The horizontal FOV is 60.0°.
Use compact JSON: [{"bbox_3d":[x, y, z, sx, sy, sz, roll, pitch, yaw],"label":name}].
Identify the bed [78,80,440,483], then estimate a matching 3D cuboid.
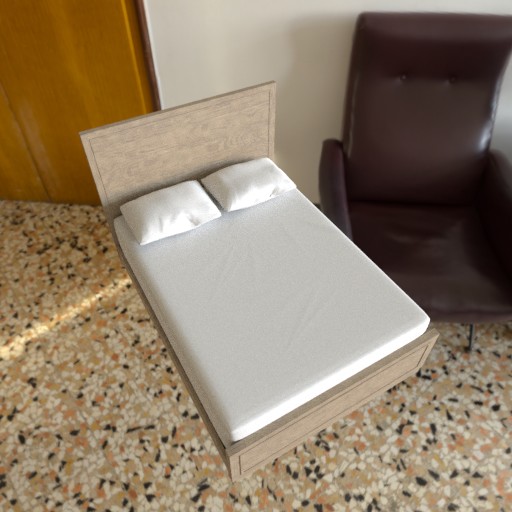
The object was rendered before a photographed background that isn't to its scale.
[{"bbox_3d":[0.000,0.000,3.227,1.606,1.369,2.189,-23,51,-20],"label":"bed"}]
